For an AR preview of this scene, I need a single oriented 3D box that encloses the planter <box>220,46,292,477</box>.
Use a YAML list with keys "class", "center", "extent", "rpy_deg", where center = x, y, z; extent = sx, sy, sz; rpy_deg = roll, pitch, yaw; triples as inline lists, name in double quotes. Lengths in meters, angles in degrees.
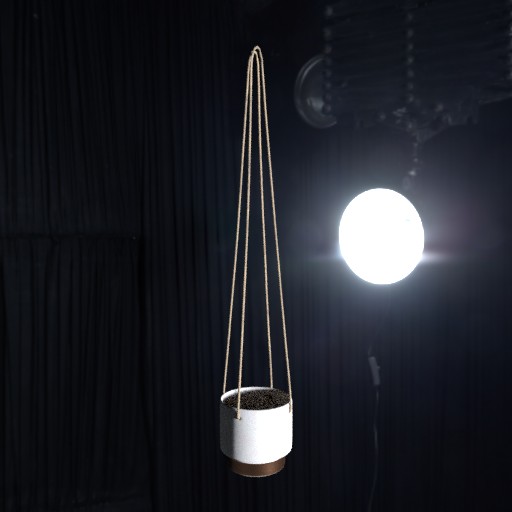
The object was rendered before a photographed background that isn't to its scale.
- class: "planter"
  center: [0.000, 0.000, 0.896]
  extent: [0.146, 0.841, 0.146]
  rpy_deg: [0, 1, -19]
